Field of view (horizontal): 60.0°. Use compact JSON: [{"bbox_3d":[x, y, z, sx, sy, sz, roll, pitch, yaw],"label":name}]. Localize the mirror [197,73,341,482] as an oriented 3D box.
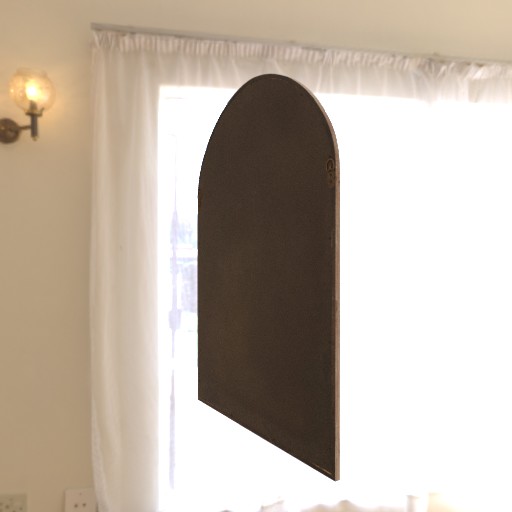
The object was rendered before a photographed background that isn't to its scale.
[{"bbox_3d":[0.000,0.000,1.157,0.032,0.915,0.609,0,1,-35],"label":"mirror"}]
